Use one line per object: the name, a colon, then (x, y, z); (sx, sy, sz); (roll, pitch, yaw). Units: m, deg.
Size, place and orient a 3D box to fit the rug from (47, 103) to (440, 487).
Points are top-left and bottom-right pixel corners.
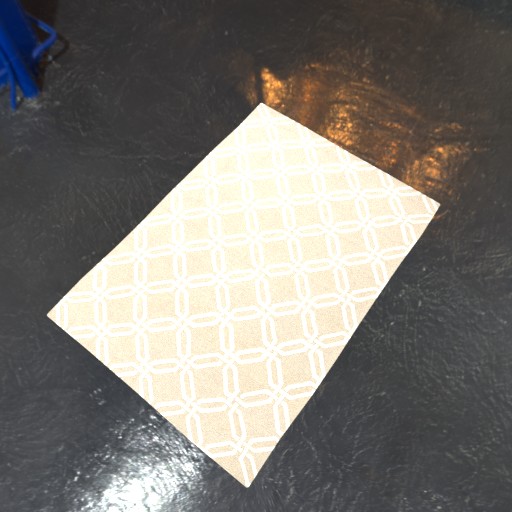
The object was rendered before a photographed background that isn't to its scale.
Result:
rug: (0.000, 0.000, 2.801); (1.524, 0.013, 2.135); (34, 69, 16)
